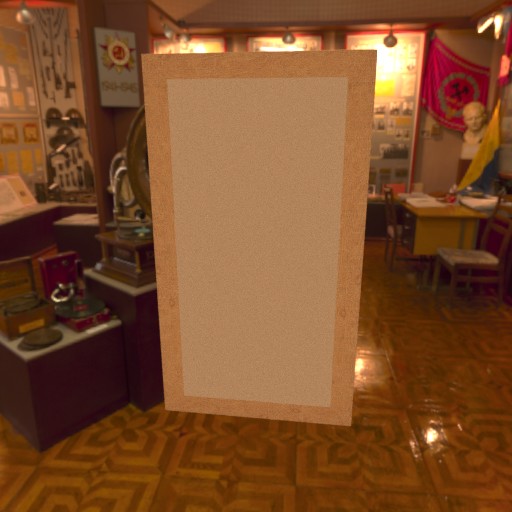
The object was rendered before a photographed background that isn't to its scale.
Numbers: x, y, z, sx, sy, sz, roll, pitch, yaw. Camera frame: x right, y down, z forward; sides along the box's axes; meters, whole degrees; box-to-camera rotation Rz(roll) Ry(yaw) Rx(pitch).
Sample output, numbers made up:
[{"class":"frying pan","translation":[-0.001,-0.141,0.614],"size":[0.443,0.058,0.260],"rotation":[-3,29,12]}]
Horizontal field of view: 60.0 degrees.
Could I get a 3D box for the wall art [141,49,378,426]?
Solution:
[{"class":"wall art","translation":[0.000,0.000,0.810],"size":[0.381,0.683,0.013],"rotation":[2,17,7]}]
